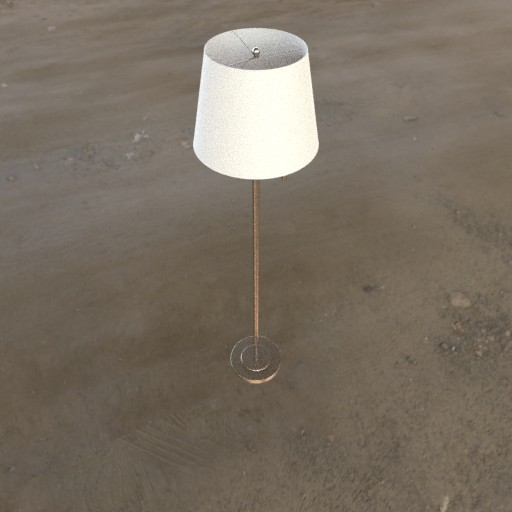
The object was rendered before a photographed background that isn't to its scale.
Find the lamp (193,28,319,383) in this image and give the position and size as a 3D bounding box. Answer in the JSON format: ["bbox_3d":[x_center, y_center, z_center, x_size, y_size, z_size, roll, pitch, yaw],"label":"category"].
[{"bbox_3d":[0.000,0.000,1.609,0.355,1.473,0.355,0,47,0],"label":"lamp"}]
